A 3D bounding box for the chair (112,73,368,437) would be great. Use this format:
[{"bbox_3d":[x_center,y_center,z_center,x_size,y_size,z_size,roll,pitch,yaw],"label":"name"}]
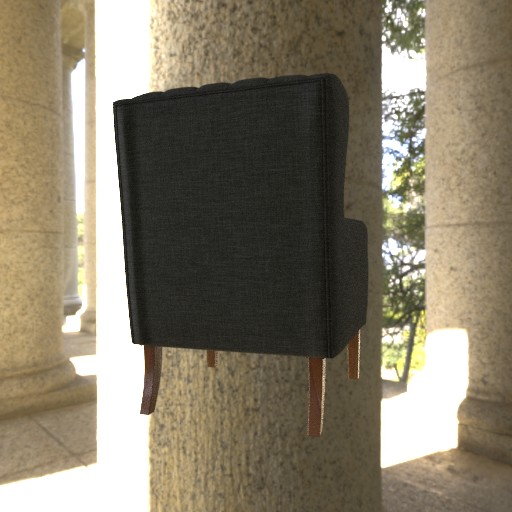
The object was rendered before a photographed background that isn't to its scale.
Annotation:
[{"bbox_3d":[0.000,0.000,1.520,0.711,0.953,0.775,0,0,18],"label":"chair"}]
